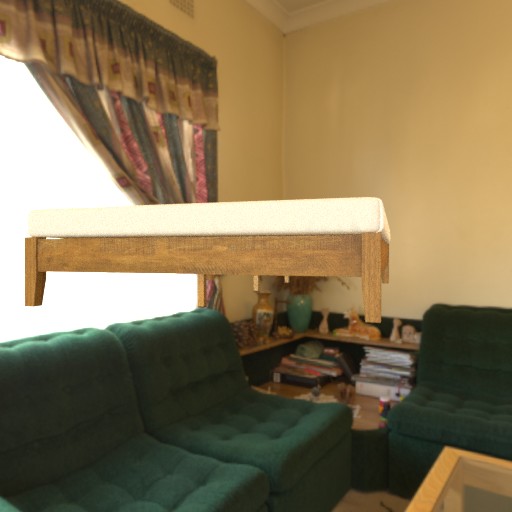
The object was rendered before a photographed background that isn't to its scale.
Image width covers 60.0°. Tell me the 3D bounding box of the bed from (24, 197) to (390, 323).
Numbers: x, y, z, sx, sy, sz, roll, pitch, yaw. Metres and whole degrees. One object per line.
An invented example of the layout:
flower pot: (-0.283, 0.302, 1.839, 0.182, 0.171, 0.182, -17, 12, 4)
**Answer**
bed: (0.000, 0.000, 2.684, 1.536, 0.431, 2.016, 0, 1, 17)
